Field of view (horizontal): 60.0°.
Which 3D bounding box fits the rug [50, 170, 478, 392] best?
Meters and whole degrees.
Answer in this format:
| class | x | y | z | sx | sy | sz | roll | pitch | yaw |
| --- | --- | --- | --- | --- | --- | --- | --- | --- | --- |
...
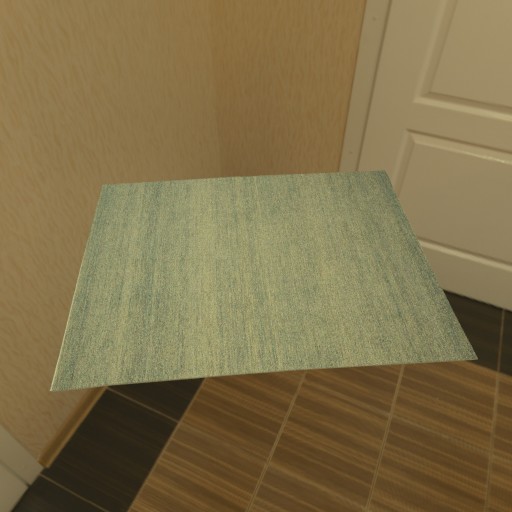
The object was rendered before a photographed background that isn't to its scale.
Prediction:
| class | x | y | z | sx | sy | sz | roll | pitch | yaw |
| --- | --- | --- | --- | --- | --- | --- | --- | --- | --- |
| rug | 0.000 | 0.000 | 4.165 | 3.237 | 0.046 | 2.461 | -3 | 47 | -3 |
